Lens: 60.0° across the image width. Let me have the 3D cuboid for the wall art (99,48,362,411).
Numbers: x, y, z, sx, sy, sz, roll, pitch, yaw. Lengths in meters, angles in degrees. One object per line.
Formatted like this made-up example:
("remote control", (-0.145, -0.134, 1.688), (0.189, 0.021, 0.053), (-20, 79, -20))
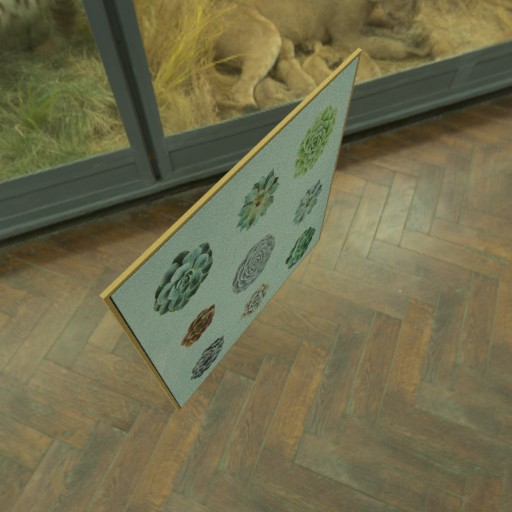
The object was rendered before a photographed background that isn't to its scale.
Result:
("wall art", (0.000, 0.000, 1.444), (0.013, 0.959, 0.962), (33, 64, 18))
